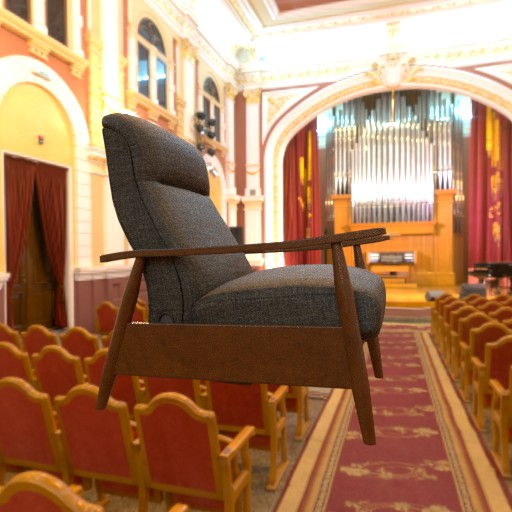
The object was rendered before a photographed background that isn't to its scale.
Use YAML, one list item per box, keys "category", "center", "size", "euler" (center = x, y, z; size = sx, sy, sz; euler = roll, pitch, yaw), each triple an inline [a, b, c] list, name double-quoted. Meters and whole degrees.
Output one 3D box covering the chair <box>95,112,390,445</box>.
- category: "chair"
  center: [0.000, 0.000, 1.766]
  size: [1.014, 1.082, 0.762]
  euler: [0, 1, 18]
